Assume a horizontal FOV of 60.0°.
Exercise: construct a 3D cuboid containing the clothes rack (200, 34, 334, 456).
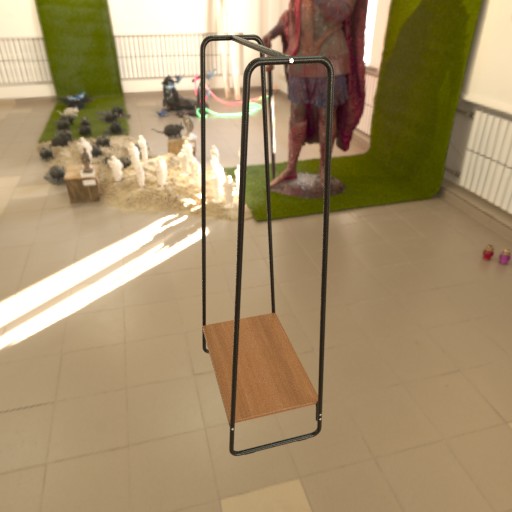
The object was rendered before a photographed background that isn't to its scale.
[{"bbox_3d":[0.000,0.000,1.727,0.400,1.500,0.640,-8,32,-14],"label":"clothes rack"}]
